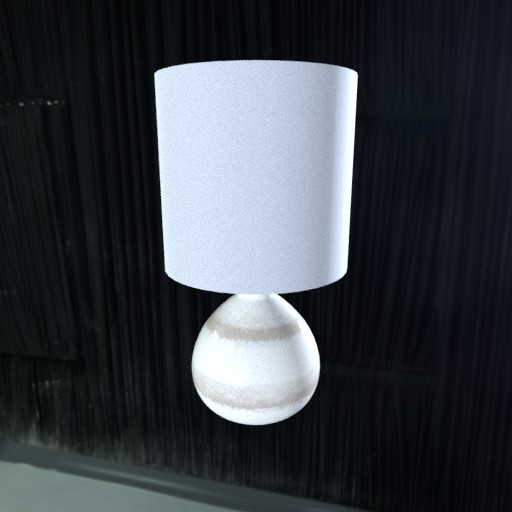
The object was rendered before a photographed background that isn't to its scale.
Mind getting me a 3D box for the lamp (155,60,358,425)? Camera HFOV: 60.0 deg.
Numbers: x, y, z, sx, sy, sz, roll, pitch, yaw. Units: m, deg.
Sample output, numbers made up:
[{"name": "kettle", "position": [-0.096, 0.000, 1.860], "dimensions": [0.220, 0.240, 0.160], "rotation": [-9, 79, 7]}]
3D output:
[{"name": "lamp", "position": [0.000, 0.000, 0.535], "dimensions": [0.217, 0.404, 0.217], "rotation": [3, 15, 10]}]
